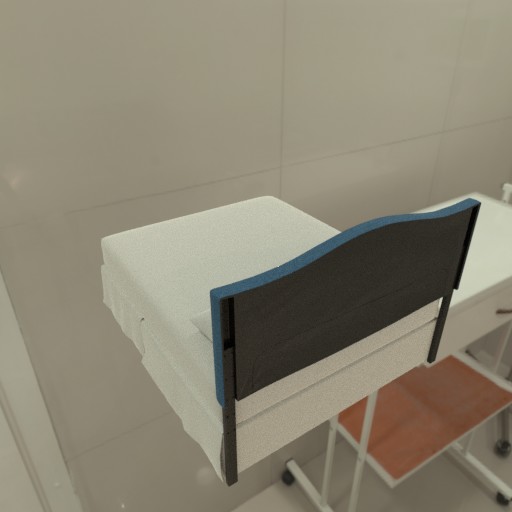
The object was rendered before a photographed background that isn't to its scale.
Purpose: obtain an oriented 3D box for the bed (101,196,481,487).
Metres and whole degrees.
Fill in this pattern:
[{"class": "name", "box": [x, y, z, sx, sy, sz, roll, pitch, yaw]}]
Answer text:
[{"class": "bed", "box": [0.000, 0.000, 2.848, 1.610, 1.169, 1.872, -18, 34, -29]}]
